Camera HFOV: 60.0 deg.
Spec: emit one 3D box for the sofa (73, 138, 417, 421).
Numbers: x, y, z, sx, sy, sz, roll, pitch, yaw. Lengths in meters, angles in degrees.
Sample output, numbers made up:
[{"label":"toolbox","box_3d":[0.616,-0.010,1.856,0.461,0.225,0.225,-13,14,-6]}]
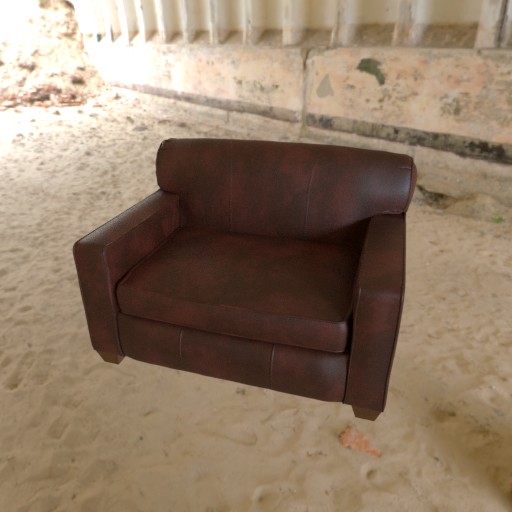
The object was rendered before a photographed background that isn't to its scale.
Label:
[{"label":"sofa","box_3d":[0.000,0.000,2.176,1.413,0.956,1.000,8,28,15]}]
